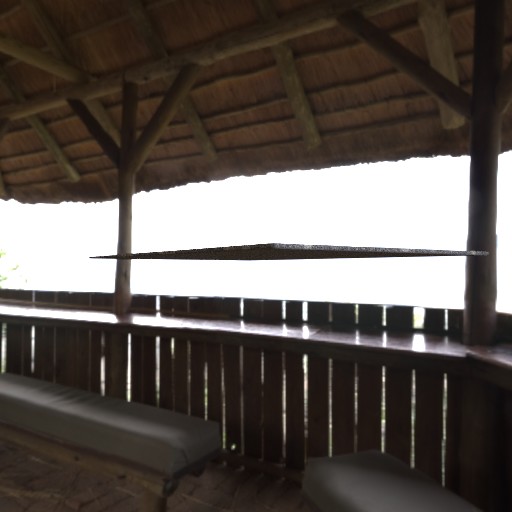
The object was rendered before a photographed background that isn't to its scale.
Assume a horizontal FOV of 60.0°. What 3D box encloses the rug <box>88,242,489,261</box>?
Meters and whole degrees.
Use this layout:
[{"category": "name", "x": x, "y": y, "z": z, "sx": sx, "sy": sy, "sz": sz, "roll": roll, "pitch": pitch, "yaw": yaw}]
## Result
[{"category": "rug", "x": 0.000, "y": 0.000, "z": 3.436, "sx": 1.801, "sy": 0.026, "sz": 2.701, "roll": 1, "pitch": -2, "yaw": -36}]
